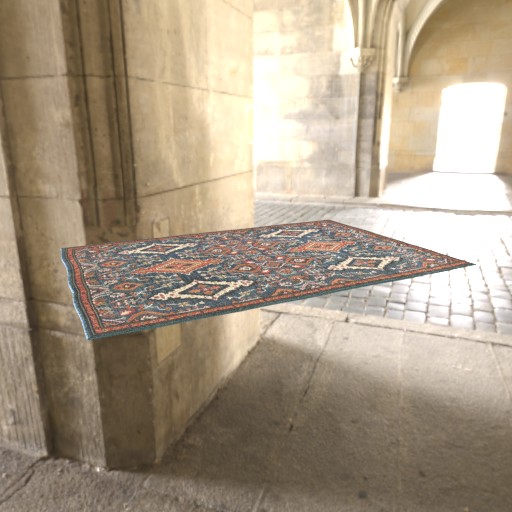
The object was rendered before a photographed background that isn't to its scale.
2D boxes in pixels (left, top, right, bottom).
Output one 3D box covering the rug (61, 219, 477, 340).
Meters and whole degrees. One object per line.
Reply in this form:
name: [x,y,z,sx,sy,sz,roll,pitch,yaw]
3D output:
rug: [0.000,0.000,3.009,2.373,0.009,1.622,-8,18,-25]
